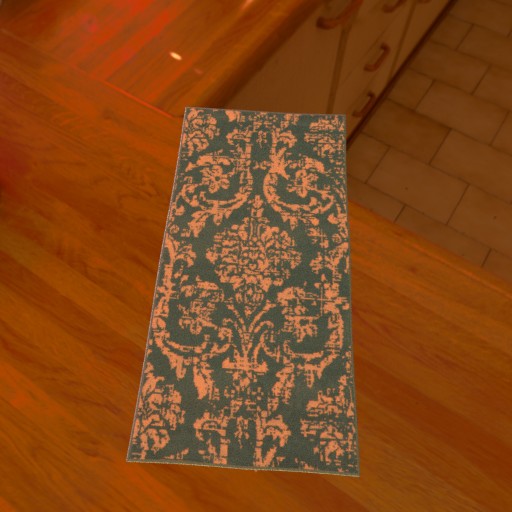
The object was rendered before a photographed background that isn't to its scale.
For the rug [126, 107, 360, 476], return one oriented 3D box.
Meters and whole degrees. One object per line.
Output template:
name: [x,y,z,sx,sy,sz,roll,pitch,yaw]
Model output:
rug: [0.000,0.000,1.405,0.604,0.007,1.219,3,64,1]
